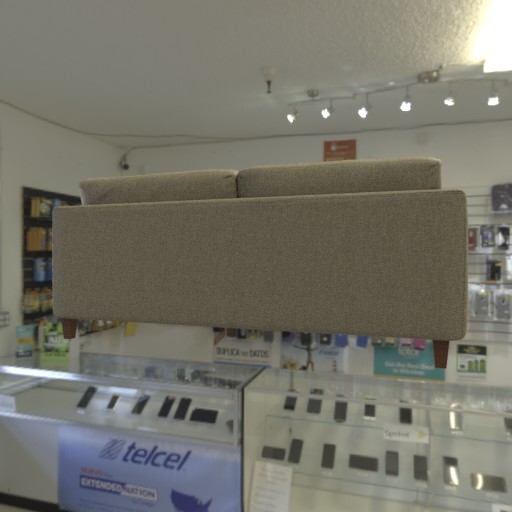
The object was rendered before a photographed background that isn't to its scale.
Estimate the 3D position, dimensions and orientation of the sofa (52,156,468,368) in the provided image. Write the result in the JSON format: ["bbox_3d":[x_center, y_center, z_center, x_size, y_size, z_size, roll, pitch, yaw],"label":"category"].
[{"bbox_3d":[0.000,0.000,2.641,2.208,0.960,0.956,0,0,19],"label":"sofa"}]
